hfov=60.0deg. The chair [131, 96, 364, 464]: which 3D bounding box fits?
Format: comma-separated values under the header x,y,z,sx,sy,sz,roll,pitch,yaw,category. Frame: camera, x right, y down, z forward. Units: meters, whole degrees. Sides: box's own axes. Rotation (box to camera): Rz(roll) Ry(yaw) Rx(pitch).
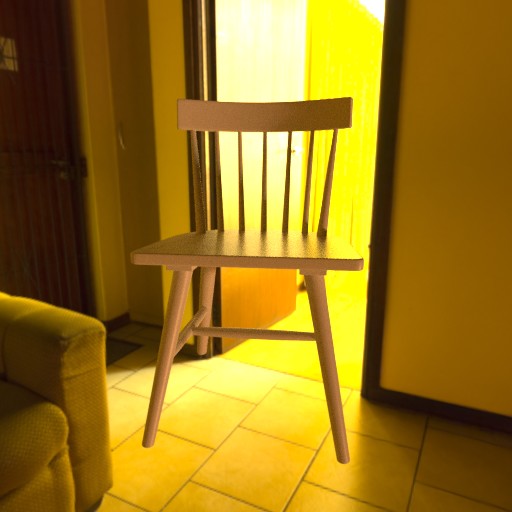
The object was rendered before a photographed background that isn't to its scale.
x,y,z,sx,sy,sz,roll,pitch,yaw,category
0.000,0.000,1.118,0.483,0.787,0.500,2,14,7,chair
